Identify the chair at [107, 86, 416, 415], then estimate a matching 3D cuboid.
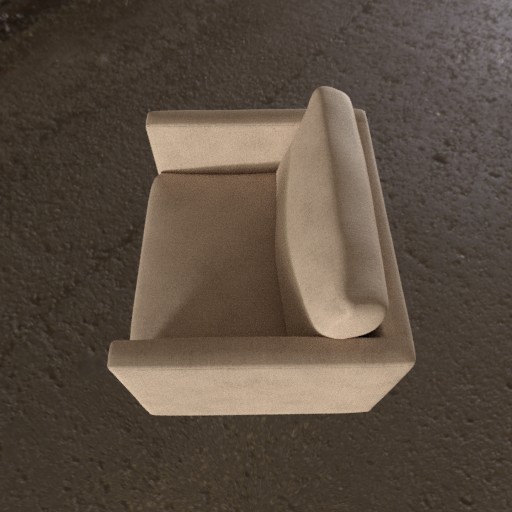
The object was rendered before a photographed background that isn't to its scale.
[{"bbox_3d":[0.000,0.000,1.817,0.959,0.961,1.133,-1,59,0],"label":"chair"}]
